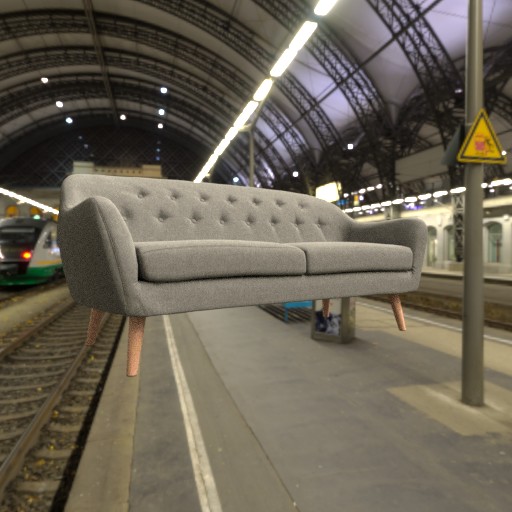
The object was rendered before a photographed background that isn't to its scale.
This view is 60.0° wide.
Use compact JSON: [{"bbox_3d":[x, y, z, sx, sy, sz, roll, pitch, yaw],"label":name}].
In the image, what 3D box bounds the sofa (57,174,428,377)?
[{"bbox_3d":[0.000,0.000,2.257,1.840,0.820,0.820,-1,1,-35],"label":"sofa"}]
